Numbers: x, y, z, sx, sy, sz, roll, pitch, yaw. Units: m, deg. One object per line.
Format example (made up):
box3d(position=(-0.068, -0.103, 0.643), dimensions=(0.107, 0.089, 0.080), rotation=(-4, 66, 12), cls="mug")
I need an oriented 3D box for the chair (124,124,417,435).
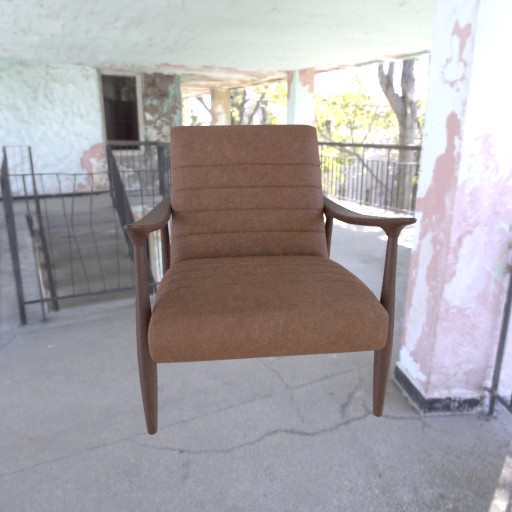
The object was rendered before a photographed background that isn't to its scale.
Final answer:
box3d(position=(0.000, 0.000, 1.446), dimensions=(0.741, 0.832, 0.798), rotation=(-2, 16, -7), cls="chair")
